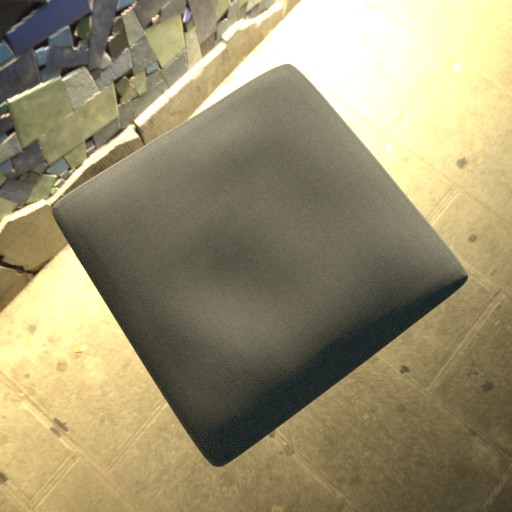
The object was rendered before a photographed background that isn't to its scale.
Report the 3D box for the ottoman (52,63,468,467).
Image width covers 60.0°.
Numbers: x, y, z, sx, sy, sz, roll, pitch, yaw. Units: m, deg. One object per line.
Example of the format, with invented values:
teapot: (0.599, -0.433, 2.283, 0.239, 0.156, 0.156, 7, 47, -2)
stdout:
ottoman: (0.000, 0.000, 1.344, 0.843, 0.436, 0.840, -34, 78, -8)
